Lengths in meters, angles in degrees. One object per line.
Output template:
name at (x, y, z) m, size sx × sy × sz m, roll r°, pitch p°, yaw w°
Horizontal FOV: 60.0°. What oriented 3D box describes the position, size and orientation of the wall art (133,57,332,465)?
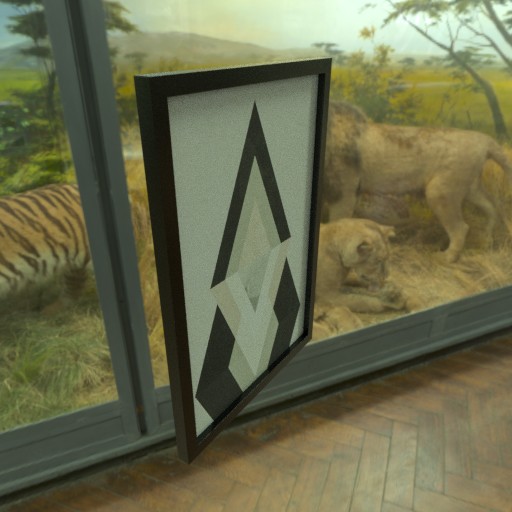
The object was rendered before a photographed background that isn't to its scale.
wall art at (0.000, 0.000, 0.572) m, size 0.019 × 0.455 × 0.314 m, roll 18°, pitch 32°, yaw 31°
